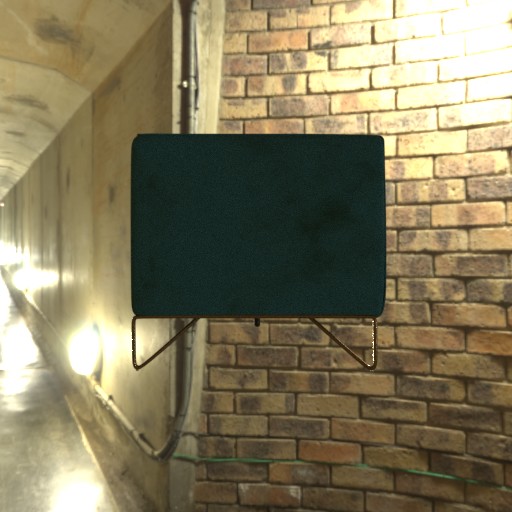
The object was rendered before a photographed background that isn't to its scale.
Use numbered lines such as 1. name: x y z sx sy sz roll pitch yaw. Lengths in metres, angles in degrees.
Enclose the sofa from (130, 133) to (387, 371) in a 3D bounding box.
1. sofa: 0.000 0.000 2.483 0.867 0.789 2.087 0 -1 -1
